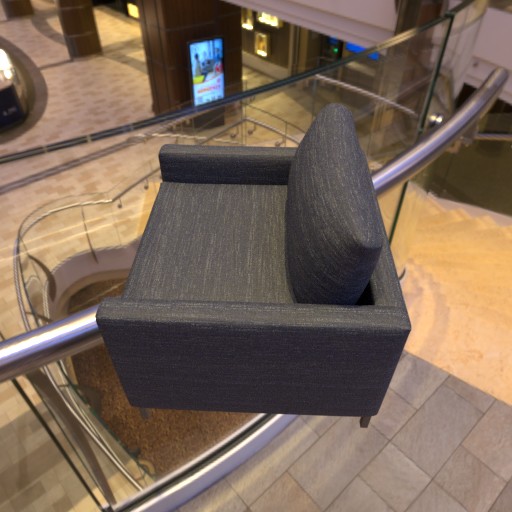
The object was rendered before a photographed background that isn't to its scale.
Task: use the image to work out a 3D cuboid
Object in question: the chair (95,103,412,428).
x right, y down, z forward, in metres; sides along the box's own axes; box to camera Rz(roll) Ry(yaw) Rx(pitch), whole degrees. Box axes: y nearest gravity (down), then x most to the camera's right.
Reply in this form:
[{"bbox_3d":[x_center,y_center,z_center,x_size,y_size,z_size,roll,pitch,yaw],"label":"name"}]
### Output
[{"bbox_3d":[0.000,0.000,1.635,0.866,0.861,0.963,2,43,2],"label":"chair"}]
